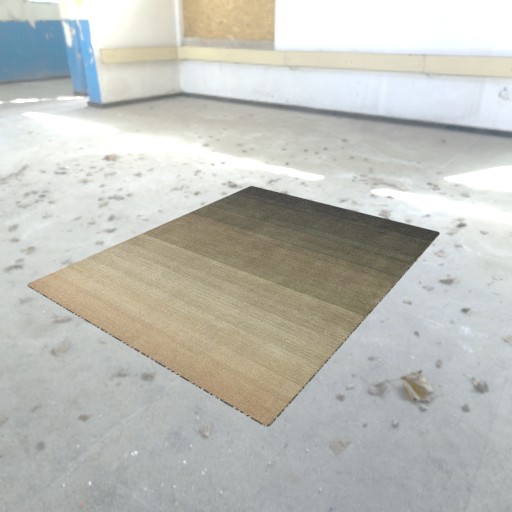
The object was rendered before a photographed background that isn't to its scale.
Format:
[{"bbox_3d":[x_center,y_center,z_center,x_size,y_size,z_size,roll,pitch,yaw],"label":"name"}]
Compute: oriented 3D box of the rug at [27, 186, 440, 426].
[{"bbox_3d":[0.000,0.000,3.865,2.305,0.017,2.902,19,34,32],"label":"rug"}]
